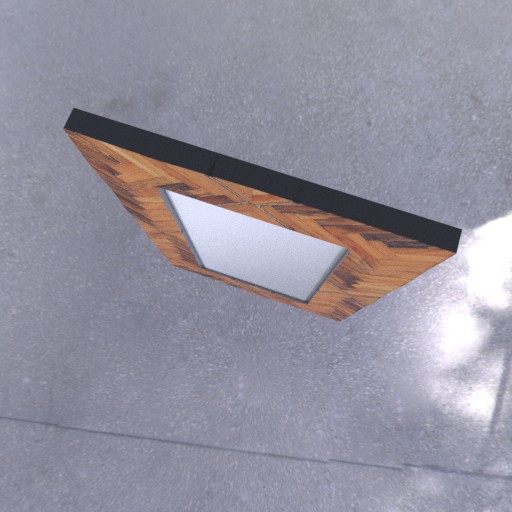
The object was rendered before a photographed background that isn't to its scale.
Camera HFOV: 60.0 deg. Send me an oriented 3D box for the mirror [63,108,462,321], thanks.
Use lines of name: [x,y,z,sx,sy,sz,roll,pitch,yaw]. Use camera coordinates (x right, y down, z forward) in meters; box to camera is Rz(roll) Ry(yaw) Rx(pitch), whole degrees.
mirror: [0.000,0.000,1.092,0.606,0.912,0.044,18,76,5]
